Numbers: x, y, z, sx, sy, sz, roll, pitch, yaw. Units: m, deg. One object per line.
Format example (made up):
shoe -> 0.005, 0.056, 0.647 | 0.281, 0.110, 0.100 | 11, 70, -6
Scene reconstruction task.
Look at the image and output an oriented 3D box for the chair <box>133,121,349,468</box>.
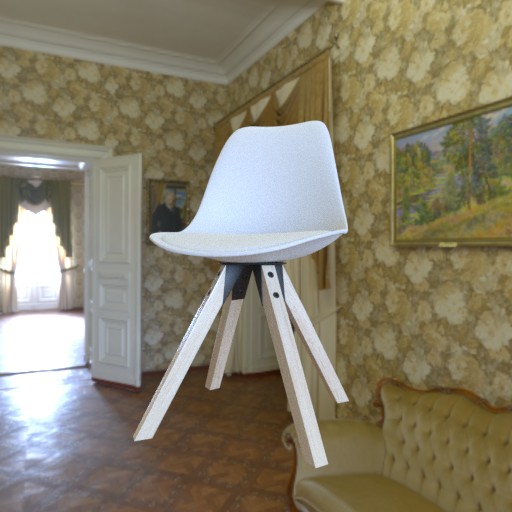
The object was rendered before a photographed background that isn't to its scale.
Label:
chair -> 0.000, 0.000, 1.187 | 0.485, 0.850, 0.550 | 0, 0, 18
